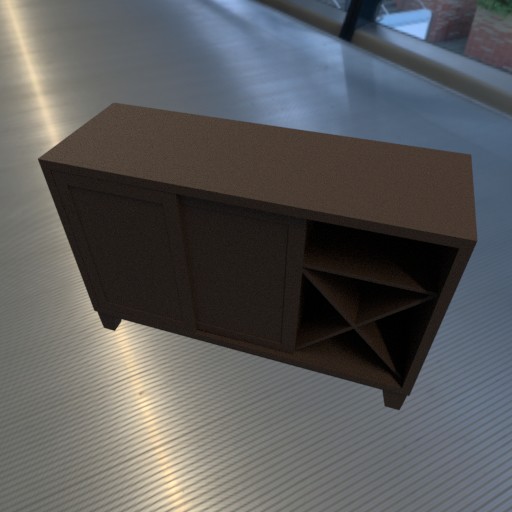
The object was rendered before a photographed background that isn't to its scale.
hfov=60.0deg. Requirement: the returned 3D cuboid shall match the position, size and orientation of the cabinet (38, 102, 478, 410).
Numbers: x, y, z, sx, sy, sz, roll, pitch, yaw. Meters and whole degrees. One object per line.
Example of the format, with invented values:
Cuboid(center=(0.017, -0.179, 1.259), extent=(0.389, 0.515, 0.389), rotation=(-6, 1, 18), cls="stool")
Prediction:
Cuboid(center=(0.000, 0.000, 1.817), extent=(1.396, 0.914, 0.482), rotation=(12, 44, 13), cls="cabinet")
